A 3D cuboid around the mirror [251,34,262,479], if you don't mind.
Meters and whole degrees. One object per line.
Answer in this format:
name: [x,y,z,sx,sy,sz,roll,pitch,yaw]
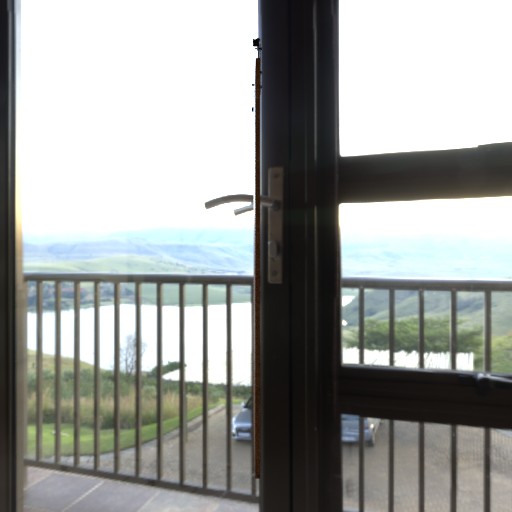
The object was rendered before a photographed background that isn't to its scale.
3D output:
mirror: [0.000,0.000,2.102,0.042,1.793,0.847,0,0,-1]
